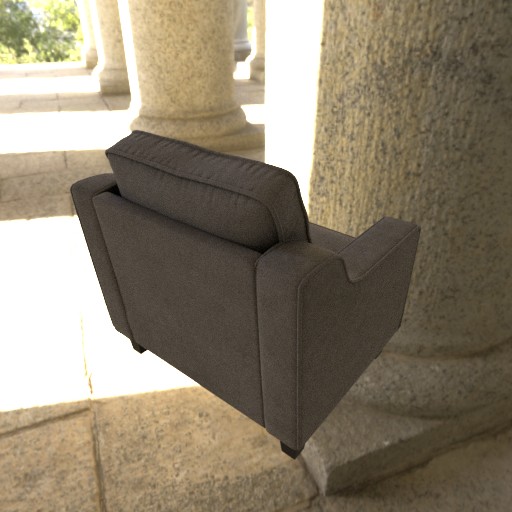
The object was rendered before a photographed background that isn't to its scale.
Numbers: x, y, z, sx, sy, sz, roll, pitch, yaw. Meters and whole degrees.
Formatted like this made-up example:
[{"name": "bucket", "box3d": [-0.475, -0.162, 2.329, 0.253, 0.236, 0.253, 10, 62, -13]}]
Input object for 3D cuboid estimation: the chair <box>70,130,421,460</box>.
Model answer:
[{"name": "chair", "box3d": [0.000, 0.000, 1.644, 0.926, 0.944, 0.840, 22, 37, 33]}]
